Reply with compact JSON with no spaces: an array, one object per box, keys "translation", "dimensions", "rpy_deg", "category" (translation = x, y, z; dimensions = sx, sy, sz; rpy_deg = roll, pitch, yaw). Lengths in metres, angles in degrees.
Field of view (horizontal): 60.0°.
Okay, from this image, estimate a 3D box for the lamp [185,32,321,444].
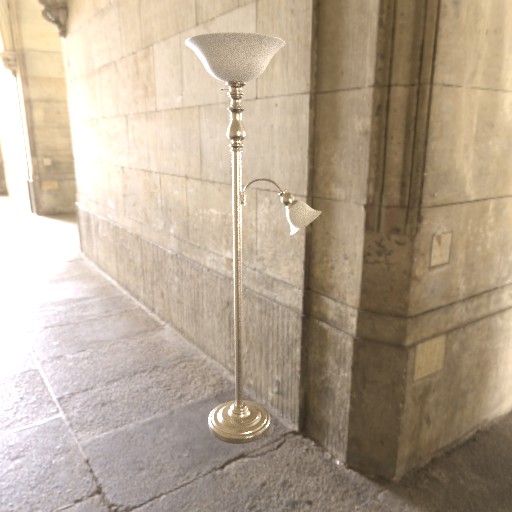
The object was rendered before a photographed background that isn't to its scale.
[{"translation":[0.000,0.000,2.025],"dimensions":[0.575,1.785,0.405],"rpy_deg":[2,15,9],"category":"lamp"}]
